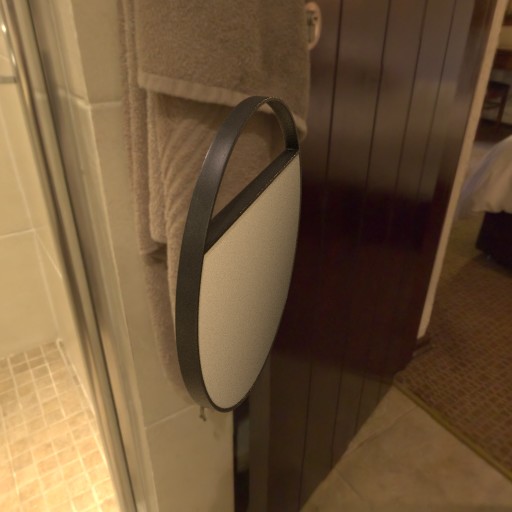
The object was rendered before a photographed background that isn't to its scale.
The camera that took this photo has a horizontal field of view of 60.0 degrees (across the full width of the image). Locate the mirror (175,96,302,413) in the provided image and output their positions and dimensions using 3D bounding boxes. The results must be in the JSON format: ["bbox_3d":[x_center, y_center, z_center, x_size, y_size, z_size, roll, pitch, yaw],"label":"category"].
[{"bbox_3d":[0.000,0.000,0.832,0.032,0.565,0.565,10,31,17],"label":"mirror"}]
